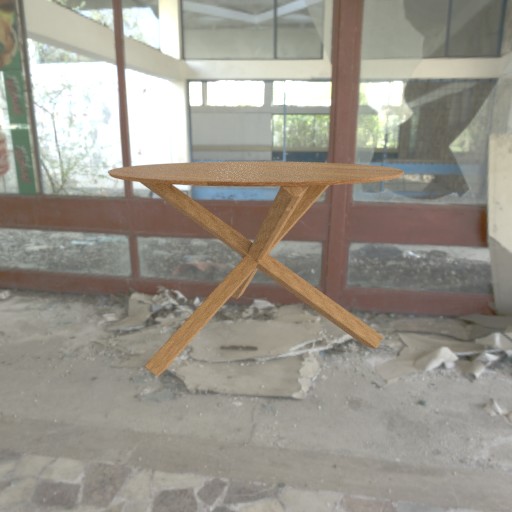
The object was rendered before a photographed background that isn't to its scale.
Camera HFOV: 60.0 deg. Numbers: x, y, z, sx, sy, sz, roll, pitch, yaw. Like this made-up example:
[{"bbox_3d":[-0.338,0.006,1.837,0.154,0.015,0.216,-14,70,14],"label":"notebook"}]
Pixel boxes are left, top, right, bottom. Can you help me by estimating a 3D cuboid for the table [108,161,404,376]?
[{"bbox_3d":[0.000,0.000,1.716,1.038,0.666,1.038,0,15,0],"label":"table"}]
